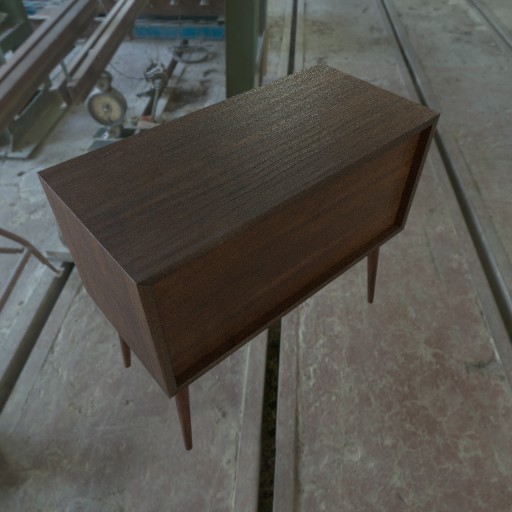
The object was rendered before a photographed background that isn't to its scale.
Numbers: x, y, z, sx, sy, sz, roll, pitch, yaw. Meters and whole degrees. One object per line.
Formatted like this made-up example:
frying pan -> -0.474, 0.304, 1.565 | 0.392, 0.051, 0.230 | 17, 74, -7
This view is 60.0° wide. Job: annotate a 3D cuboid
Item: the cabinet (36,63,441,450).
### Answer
cabinet -> 0.000, 0.000, 1.109 | 0.743, 0.654, 0.354 | -32, 53, -27
